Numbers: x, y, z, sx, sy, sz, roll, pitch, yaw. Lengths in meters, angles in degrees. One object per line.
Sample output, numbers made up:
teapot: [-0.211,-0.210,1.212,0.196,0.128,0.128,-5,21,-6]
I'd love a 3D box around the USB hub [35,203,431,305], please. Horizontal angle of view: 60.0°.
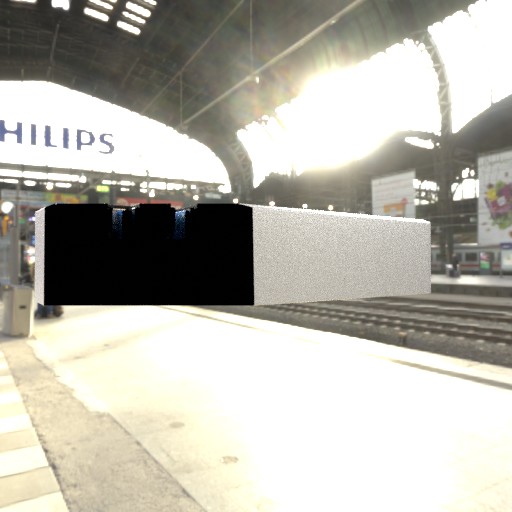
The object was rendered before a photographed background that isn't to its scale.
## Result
USB hub: [0.000,0.000,0.127,0.110,0.023,0.044,1,-1,-35]
